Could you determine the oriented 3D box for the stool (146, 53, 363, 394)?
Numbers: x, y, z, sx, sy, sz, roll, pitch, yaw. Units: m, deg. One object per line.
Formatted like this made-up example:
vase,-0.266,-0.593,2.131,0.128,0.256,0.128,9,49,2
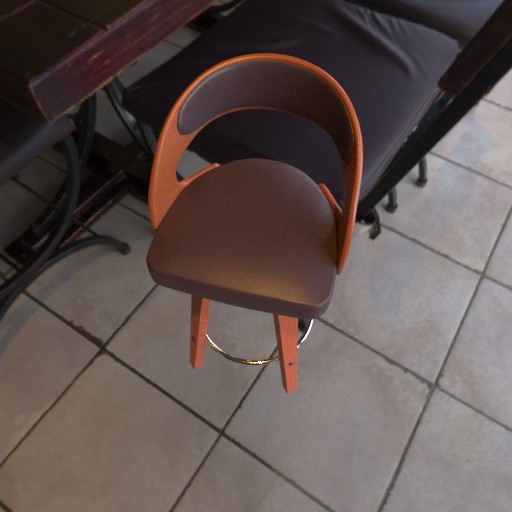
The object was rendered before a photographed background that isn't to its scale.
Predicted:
stool,0.000,0.000,1.236,0.457,0.940,0.457,12,59,8
